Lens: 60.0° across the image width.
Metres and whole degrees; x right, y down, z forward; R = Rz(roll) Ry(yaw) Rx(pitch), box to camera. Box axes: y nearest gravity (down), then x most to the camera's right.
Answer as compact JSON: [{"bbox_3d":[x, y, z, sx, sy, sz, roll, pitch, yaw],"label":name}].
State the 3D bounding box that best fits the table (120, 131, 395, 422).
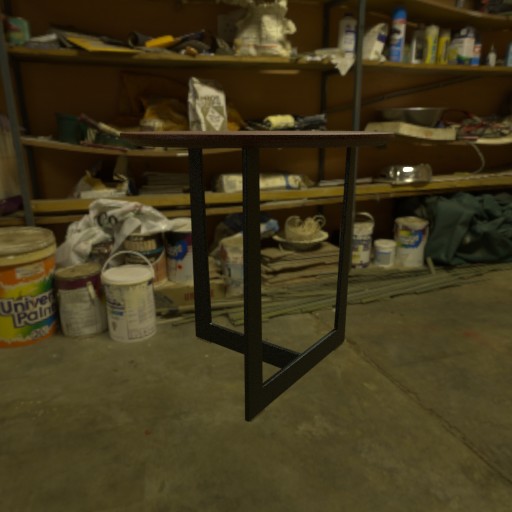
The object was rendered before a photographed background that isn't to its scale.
[{"bbox_3d":[0.000,0.000,0.885,0.494,0.476,0.477,8,18,25],"label":"table"}]
